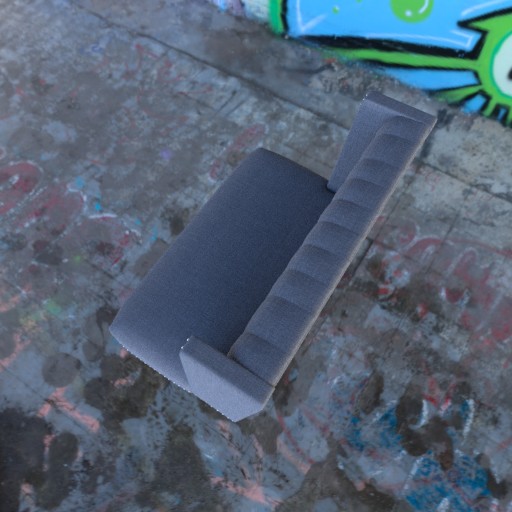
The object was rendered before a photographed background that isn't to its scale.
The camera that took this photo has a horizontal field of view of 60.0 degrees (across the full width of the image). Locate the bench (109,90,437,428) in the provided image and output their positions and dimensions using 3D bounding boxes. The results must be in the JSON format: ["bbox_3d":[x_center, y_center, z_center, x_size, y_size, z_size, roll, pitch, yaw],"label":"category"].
[{"bbox_3d":[0.000,0.000,2.029,0.842,1.121,1.276,30,66,15],"label":"bench"}]
